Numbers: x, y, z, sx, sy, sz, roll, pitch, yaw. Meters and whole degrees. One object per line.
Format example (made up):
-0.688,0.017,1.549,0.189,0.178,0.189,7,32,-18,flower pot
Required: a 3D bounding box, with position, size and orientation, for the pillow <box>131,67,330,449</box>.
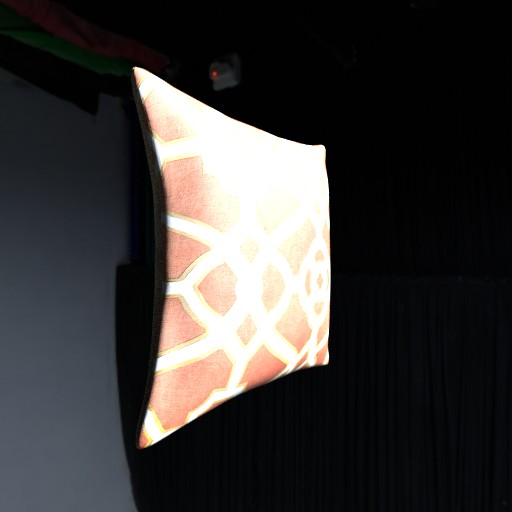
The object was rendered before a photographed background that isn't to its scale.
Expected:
0.000,0.000,0.809,0.166,0.508,0.552,0,0,35,pillow
